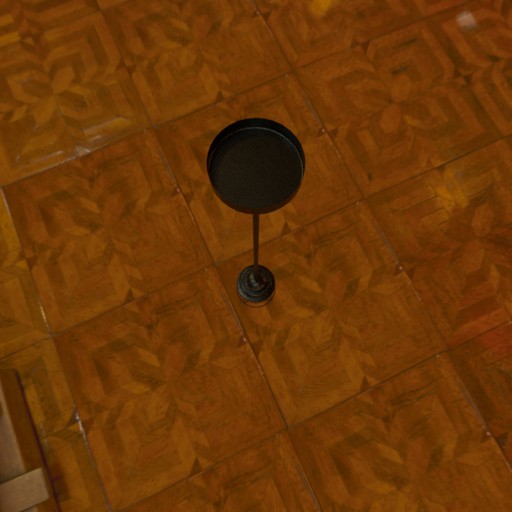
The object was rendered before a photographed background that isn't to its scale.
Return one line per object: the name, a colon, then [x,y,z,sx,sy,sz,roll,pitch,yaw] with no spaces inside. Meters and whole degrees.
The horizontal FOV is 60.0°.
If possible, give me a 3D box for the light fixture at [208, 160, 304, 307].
light fixture: [0.000,0.000,0.995,0.123,0.920,0.123,-22,76,-6]
